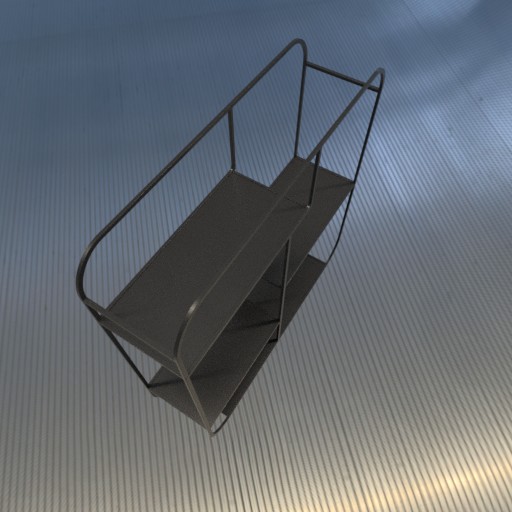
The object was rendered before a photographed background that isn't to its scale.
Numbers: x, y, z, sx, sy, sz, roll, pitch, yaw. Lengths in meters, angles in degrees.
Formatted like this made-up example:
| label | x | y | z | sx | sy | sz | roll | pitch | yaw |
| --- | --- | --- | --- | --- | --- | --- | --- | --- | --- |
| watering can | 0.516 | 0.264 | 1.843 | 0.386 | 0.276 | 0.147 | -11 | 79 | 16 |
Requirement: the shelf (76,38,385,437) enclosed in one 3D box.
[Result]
| label | x | y | z | sx | sy | sz | roll | pitch | yaw |
| --- | --- | --- | --- | --- | --- | --- | --- | --- | --- |
| shelf | 0.000 | 0.000 | 0.881 | 0.160 | 0.600 | 0.600 | 28 | 62 | 17 |
